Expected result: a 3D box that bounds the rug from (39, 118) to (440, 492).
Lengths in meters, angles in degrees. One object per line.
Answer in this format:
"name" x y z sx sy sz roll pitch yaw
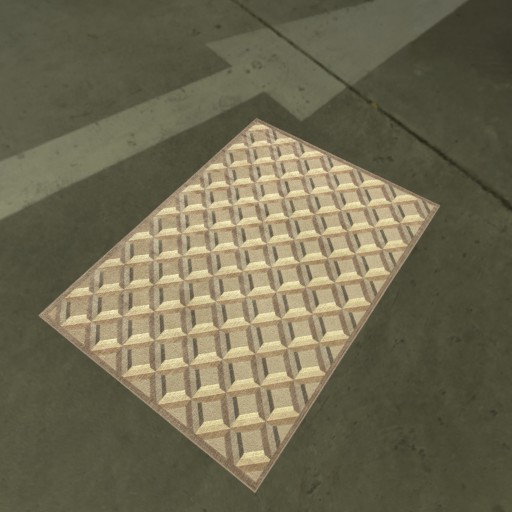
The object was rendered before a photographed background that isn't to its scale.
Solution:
"rug" 0.000 0.000 4.280 2.382 0.018 3.294 31 61 19
